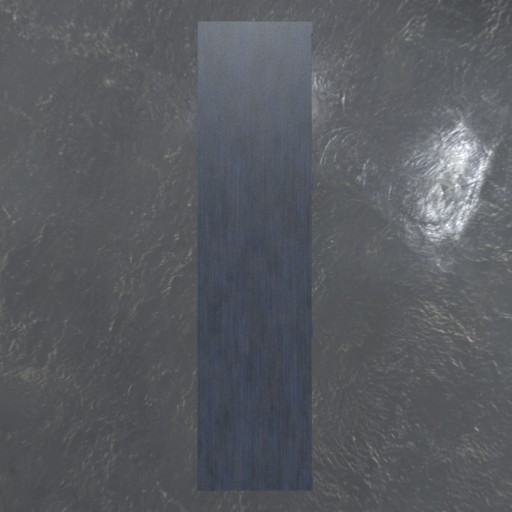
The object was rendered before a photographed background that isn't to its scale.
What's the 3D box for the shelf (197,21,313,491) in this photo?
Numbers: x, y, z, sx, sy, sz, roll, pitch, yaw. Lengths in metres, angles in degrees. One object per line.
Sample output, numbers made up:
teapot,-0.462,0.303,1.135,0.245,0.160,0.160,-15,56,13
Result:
shelf,0.000,0.000,2.132,0.471,0.715,1.878,0,90,0
